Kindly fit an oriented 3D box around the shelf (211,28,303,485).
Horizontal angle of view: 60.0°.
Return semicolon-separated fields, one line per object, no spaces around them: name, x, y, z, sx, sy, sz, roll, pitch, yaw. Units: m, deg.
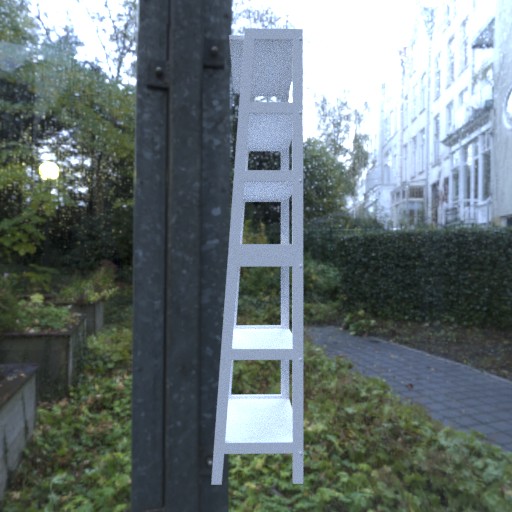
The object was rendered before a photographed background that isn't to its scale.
shelf;0.000;0.000;2.166;0.381;1.892;0.660;0;0;-1
